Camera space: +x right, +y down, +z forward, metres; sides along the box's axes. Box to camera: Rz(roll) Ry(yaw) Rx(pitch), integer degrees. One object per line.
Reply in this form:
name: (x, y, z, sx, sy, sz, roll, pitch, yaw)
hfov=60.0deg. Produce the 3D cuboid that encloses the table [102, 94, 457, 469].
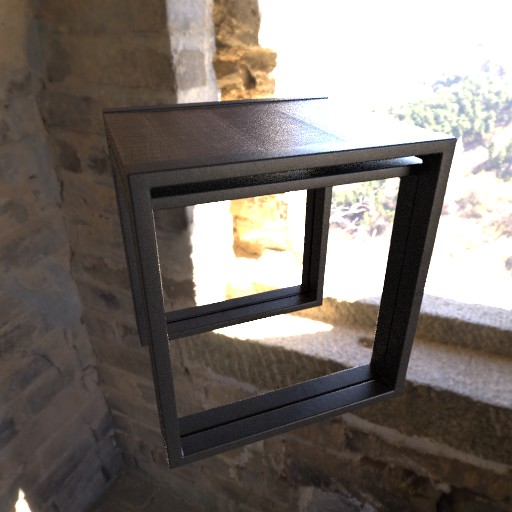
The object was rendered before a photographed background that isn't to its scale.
table: (0.000, 0.000, 0.924, 0.500, 0.550, 0.449, -10, 30, -18)
